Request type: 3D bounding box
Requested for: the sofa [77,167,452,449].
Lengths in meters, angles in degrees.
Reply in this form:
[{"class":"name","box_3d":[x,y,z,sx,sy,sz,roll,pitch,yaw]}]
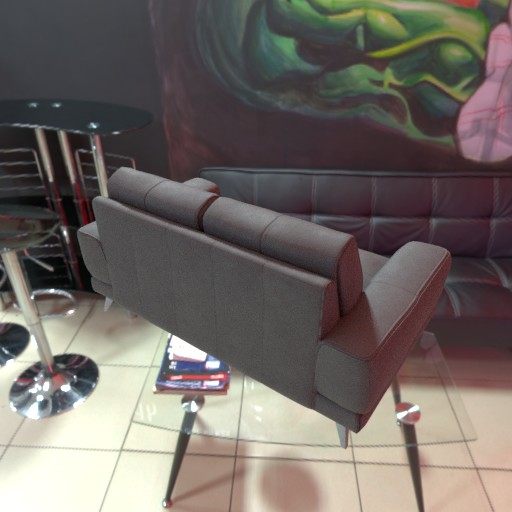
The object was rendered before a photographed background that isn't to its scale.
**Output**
[{"class":"sofa","box_3d":[0.000,0.000,2.405,1.806,0.907,1.018,20,36,30]}]
